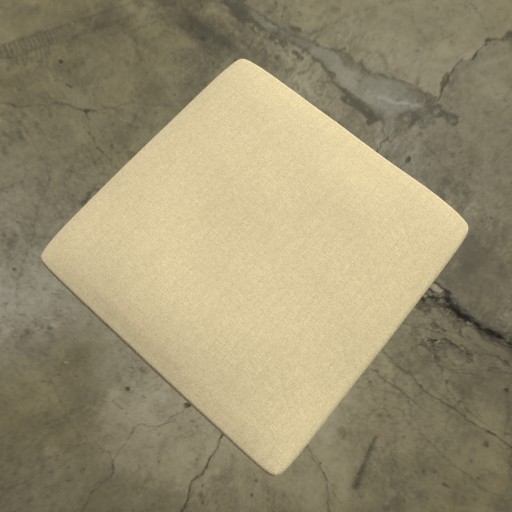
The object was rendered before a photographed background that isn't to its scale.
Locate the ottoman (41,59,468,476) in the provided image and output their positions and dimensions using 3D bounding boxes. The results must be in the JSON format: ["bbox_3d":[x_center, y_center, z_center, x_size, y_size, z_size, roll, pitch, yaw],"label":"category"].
[{"bbox_3d":[0.000,0.000,1.320,0.843,0.436,0.840,40,78,10],"label":"ottoman"}]
